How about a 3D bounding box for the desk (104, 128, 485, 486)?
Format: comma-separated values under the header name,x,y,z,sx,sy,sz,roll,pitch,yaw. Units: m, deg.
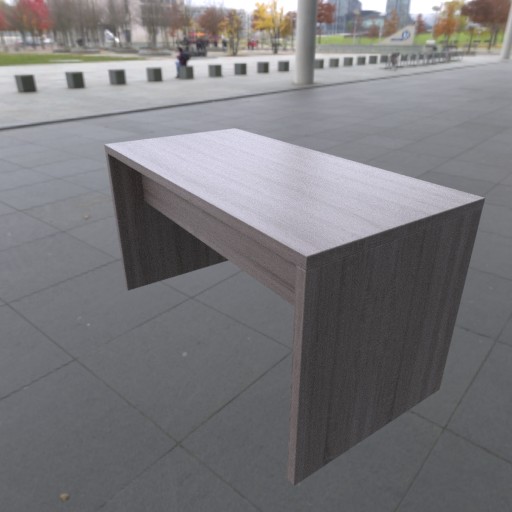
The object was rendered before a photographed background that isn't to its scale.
name,x,y,z,sx,sy,sz,roll,pitch,yaw
desk,0.000,0.000,1.804,0.690,0.745,1.380,-17,31,-31
